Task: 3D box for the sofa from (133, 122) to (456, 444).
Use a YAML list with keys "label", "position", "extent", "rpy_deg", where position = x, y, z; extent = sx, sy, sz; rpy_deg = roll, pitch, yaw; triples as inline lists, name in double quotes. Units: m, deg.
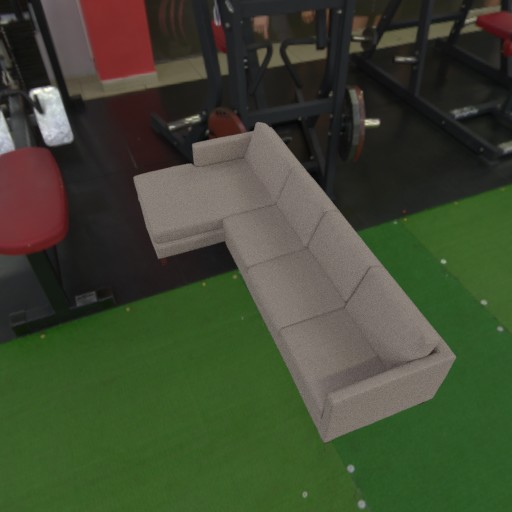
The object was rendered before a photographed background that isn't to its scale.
- label: "sofa"
  position: [0.000, 0.000, 3.926]
  extent: [1.625, 0.846, 3.186]
  rpy_deg: [-16, 48, -15]
